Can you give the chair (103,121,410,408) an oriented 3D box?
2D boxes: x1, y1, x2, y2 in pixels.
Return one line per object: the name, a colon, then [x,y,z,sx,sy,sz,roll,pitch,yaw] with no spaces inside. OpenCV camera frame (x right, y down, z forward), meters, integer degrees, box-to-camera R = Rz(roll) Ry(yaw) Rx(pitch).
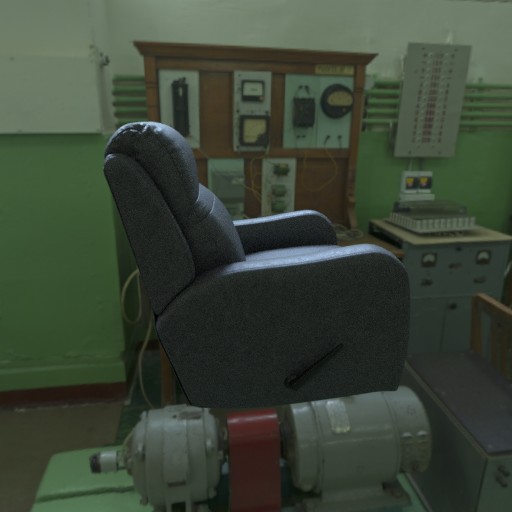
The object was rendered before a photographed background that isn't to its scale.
chair: [0.000,0.000,1.835,1.067,1.067,0.865,-3,17,-11]
